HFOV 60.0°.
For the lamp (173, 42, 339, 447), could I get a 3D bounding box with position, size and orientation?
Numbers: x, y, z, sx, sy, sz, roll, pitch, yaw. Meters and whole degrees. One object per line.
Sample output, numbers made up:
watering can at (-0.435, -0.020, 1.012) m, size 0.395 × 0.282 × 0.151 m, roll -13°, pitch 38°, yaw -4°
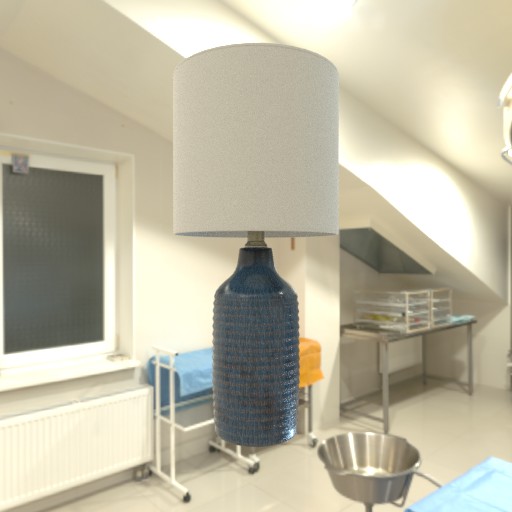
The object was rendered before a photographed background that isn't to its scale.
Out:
lamp at (0.000, 0.000, 0.602) m, size 0.220 × 0.475 × 0.220 m, roll 0°, pitch 0°, yaw -35°
